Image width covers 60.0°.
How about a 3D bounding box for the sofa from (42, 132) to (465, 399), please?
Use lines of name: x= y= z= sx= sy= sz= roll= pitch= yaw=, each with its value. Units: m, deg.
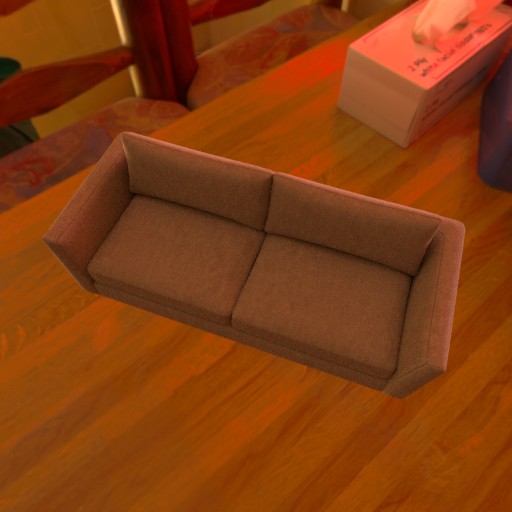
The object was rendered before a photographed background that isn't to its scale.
sofa: x=0.000 y=0.000 z=2.587 sx=2.121 sy=0.864 sz=0.889 roll=17 pitch=60 yaw=10
